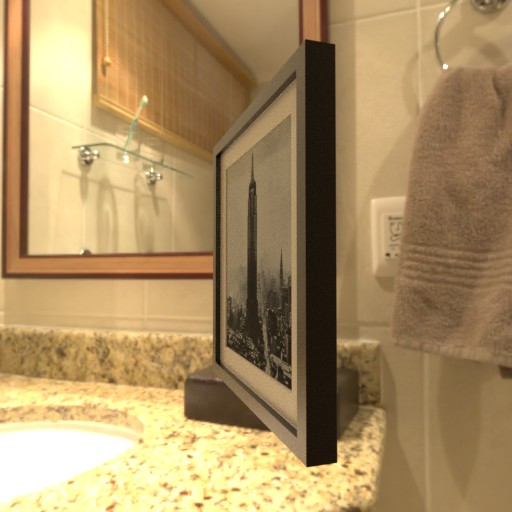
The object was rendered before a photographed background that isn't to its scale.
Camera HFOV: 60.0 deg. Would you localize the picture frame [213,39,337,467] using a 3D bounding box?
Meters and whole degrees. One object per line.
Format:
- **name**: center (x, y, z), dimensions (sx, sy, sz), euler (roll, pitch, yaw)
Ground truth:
- **picture frame**: center (0.000, 0.000, 0.538), dimensions (0.029, 0.353, 0.355), euler (0, -2, -18)
